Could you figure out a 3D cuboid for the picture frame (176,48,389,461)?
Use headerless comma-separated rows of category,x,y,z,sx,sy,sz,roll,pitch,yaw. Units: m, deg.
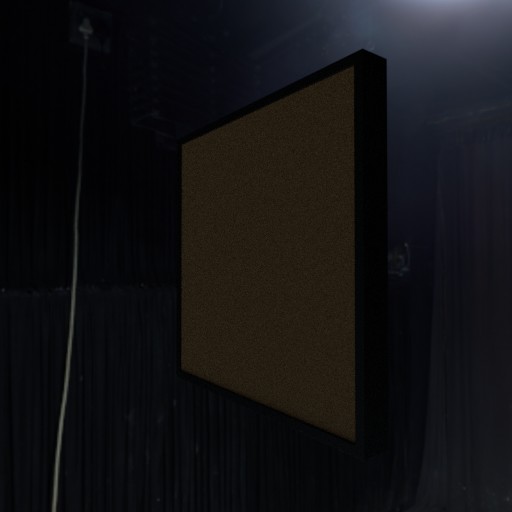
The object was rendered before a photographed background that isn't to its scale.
picture frame,0.000,0.000,0.477,0.030,0.317,0.317,1,-1,-37
